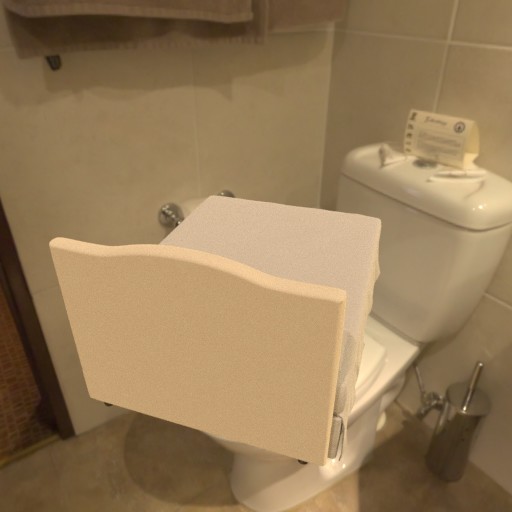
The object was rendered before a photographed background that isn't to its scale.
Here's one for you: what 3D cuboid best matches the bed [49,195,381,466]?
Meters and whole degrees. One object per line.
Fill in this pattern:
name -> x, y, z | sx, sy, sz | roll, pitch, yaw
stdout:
bed -> 0.000, 0.000, 3.629 | 1.977, 1.437, 2.477 | 10, 33, 16
